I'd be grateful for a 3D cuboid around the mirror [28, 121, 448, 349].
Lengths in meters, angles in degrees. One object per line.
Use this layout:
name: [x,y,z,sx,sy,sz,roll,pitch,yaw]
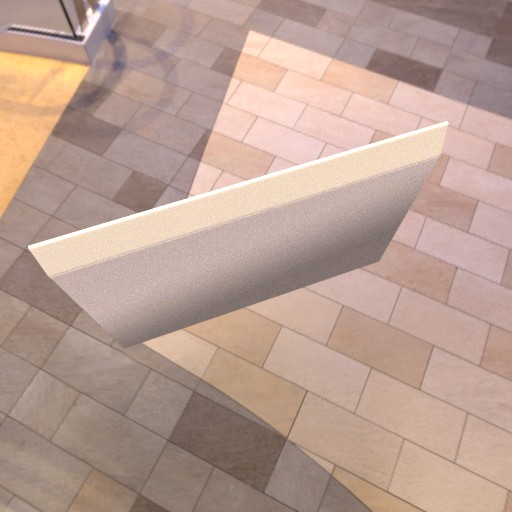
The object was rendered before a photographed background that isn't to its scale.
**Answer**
mirror: [0.000,0.000,1.147,0.870,0.630,0.030,-18,65,-9]
